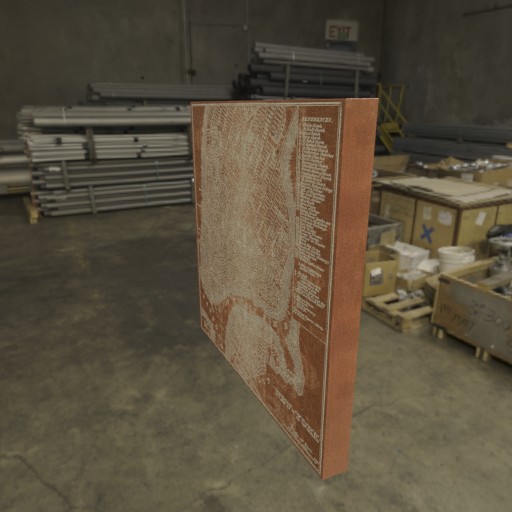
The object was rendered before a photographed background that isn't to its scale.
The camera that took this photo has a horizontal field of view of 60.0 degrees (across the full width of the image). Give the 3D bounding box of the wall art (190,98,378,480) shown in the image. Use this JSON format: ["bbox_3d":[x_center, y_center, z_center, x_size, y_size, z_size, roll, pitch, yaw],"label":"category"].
[{"bbox_3d":[0.000,0.000,0.608,0.035,0.403,0.403,-9,21,-25],"label":"wall art"}]
